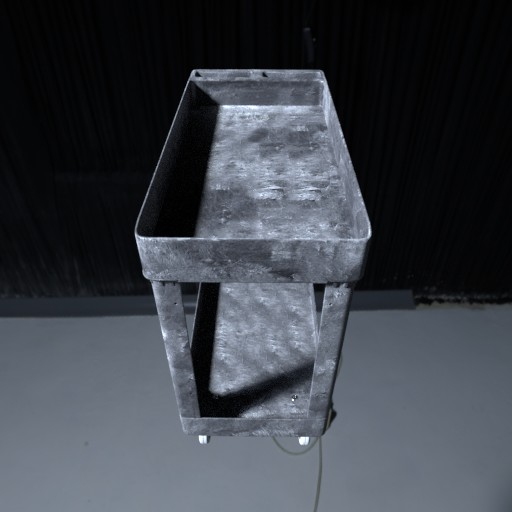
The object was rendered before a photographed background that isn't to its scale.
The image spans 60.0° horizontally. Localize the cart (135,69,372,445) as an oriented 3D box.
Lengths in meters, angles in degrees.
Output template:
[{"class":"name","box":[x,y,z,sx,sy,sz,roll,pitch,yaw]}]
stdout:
[{"class":"cart","box":[0.000,0.000,1.352,0.420,0.824,0.877,0,41,1]}]
